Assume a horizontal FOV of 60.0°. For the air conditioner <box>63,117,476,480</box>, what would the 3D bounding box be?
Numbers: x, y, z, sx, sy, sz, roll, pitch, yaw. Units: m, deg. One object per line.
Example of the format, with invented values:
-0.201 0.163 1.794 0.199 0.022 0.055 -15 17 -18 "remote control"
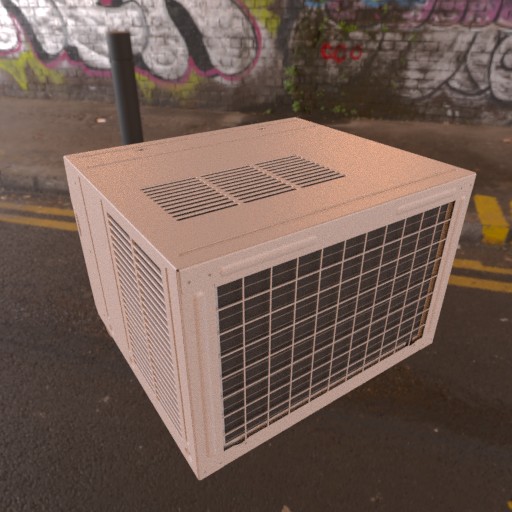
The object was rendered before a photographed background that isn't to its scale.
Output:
0.000 0.000 1.038 0.645 0.455 0.599 -19 35 -29 "air conditioner"
